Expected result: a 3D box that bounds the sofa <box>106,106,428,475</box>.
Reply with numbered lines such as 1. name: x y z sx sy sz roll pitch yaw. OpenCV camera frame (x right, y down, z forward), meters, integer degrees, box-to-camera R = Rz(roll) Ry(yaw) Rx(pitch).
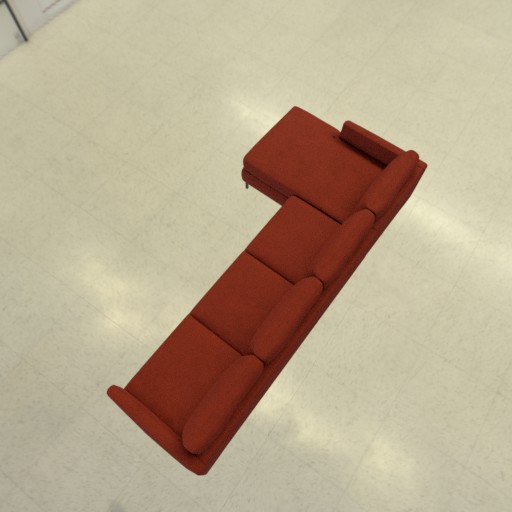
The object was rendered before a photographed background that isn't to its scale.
1. sofa: 0.000 0.000 2.925 1.136 0.663 2.467 35 69 15
